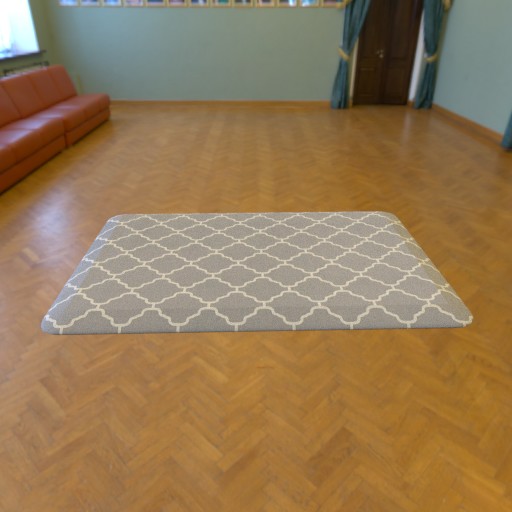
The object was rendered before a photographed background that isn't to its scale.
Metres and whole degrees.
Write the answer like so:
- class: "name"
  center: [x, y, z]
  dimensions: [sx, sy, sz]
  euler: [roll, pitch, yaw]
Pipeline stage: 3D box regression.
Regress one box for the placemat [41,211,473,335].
- class: "placemat"
  center: [0.000, 0.000, 0.974]
  dimensions: [0.762, 0.021, 0.508]
  euler: [-1, 28, -1]
